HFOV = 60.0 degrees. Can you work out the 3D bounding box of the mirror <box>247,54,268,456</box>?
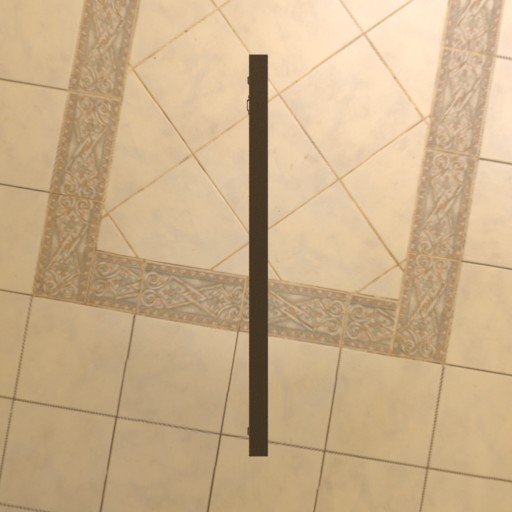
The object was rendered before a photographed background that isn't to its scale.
[{"bbox_3d":[0.000,0.000,1.347,0.041,1.016,0.762,0,90,0],"label":"mirror"}]
